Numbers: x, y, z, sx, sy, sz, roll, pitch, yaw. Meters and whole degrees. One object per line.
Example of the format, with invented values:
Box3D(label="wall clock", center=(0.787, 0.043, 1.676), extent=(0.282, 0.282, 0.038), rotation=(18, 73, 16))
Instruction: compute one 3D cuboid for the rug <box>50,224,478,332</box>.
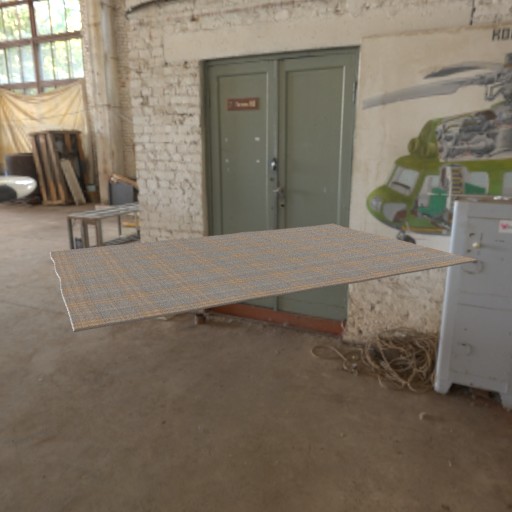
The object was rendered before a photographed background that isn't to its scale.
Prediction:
Box3D(label="rug", center=(0.000, 0.000, 2.992), extent=(2.460, 0.016, 1.545), rotation=(-7, 16, -27))
